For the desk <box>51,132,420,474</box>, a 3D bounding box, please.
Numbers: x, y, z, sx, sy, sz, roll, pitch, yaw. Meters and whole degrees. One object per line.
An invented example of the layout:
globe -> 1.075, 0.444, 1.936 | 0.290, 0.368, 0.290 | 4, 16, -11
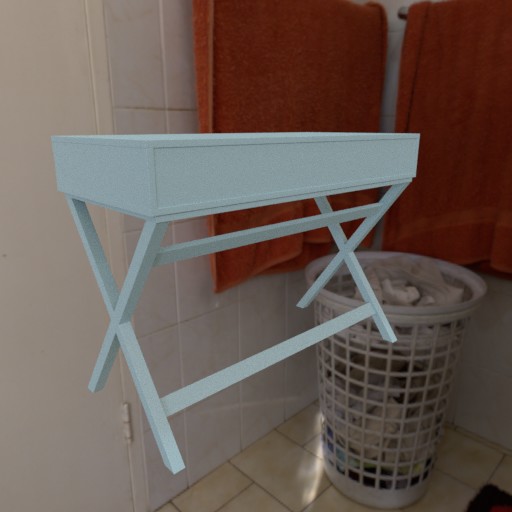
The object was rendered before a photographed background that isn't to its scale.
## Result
desk -> 0.000, 0.000, 1.477 | 1.057, 0.780, 0.525 | -15, 22, -41
